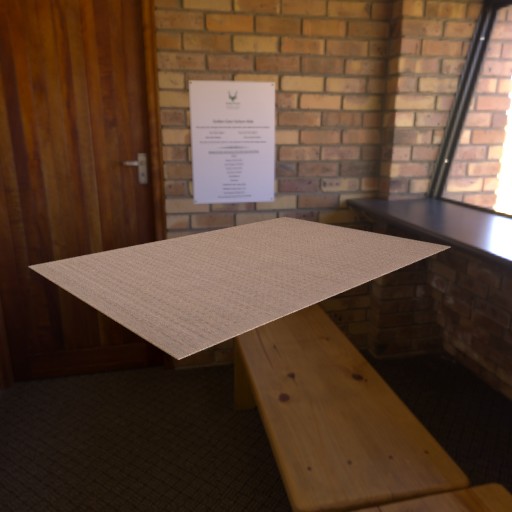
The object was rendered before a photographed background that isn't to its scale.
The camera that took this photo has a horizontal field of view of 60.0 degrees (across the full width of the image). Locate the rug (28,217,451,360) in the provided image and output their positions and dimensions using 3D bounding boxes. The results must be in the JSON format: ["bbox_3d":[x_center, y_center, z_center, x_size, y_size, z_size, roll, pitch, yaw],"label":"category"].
[{"bbox_3d":[0.000,0.000,3.651,2.895,0.006,1.981,-15,21,-42],"label":"rug"}]
